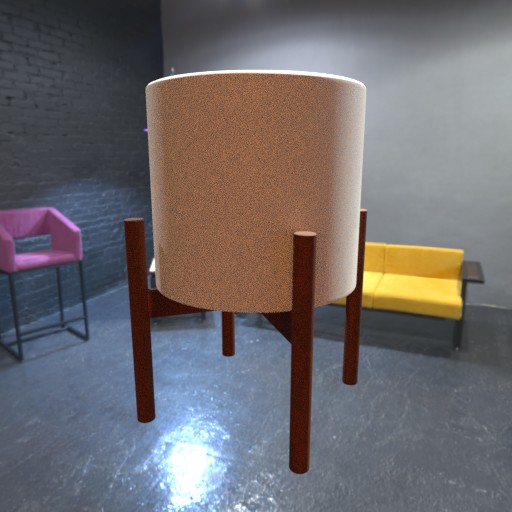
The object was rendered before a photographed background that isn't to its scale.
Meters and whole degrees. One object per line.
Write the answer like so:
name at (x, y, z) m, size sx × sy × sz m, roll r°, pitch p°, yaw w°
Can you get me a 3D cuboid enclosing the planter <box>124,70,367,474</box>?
planter at (0.000, 0.000, 0.502) m, size 0.224 × 0.358 × 0.224 m, roll 6°, pitch 15°, yaw 26°
